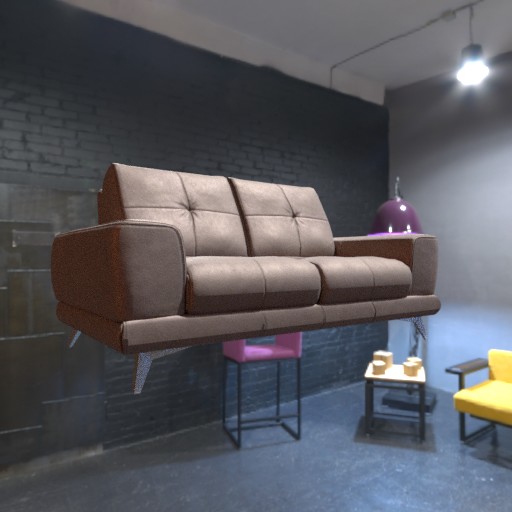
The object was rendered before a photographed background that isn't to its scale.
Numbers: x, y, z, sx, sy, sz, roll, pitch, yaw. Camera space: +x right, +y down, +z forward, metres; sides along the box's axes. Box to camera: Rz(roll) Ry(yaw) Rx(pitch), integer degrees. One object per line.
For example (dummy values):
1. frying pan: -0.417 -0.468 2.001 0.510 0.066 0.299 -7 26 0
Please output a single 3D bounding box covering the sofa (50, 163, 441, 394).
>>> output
1. sofa: 0.000 0.000 2.294 1.806 0.907 1.018 0 0 -36
